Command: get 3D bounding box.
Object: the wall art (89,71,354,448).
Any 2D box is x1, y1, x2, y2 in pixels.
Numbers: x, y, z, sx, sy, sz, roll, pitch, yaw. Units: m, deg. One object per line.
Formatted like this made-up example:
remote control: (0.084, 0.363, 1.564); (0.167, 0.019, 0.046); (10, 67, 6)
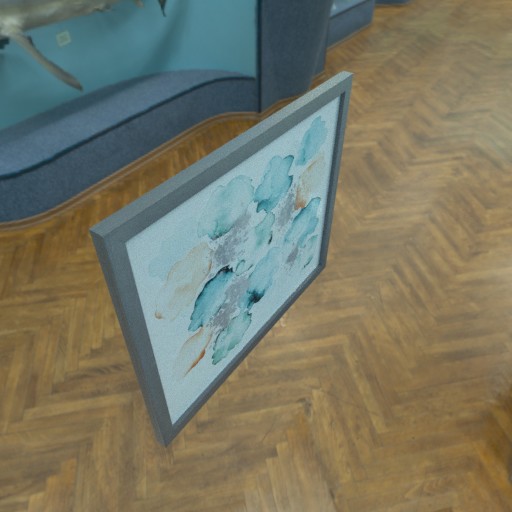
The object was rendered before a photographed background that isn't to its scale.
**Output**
wall art: (0.000, 0.000, 0.919); (0.026, 0.558, 0.660); (26, 48, 26)
